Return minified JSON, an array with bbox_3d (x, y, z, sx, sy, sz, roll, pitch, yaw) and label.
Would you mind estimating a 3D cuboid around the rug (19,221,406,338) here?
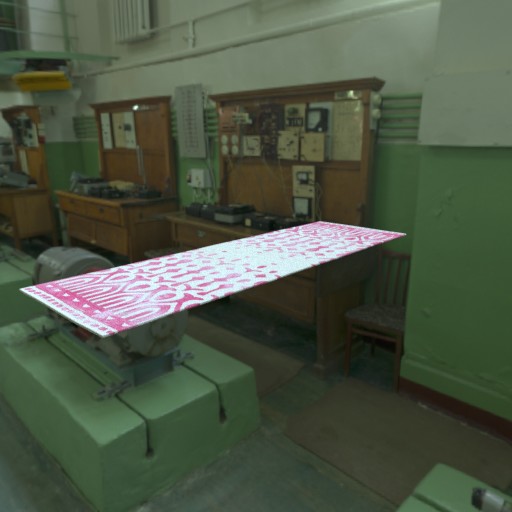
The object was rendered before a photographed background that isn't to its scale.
[{"bbox_3d":[0.000,0.000,2.709,0.787,0.011,2.458,14,20,42],"label":"rug"}]
